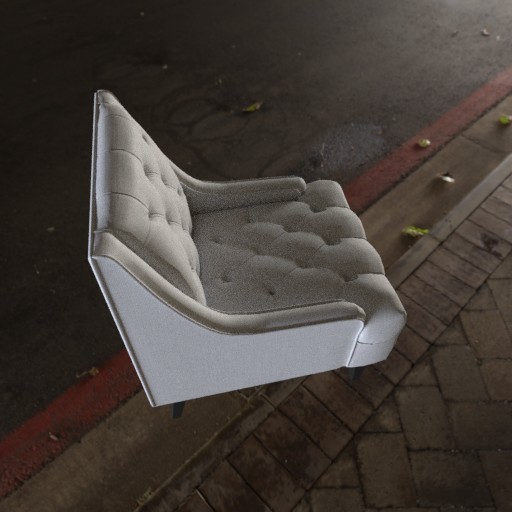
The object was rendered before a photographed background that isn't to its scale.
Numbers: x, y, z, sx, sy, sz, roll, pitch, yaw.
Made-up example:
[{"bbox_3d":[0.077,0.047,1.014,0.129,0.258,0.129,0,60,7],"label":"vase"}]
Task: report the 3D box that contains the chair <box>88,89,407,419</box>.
[{"bbox_3d":[0.000,0.000,1.391,0.772,0.891,0.658,-9,49,-8],"label":"chair"}]
